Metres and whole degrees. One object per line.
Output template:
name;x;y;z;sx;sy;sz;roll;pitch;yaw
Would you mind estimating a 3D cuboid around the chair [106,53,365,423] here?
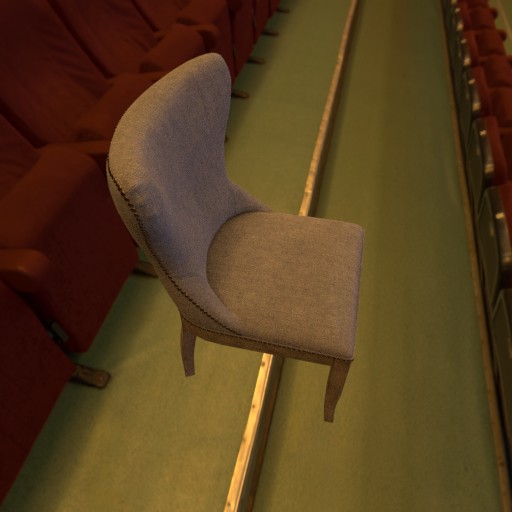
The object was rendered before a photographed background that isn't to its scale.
chair;0.000;0.000;1.409;0.681;1.002;0.654;9;48;9
